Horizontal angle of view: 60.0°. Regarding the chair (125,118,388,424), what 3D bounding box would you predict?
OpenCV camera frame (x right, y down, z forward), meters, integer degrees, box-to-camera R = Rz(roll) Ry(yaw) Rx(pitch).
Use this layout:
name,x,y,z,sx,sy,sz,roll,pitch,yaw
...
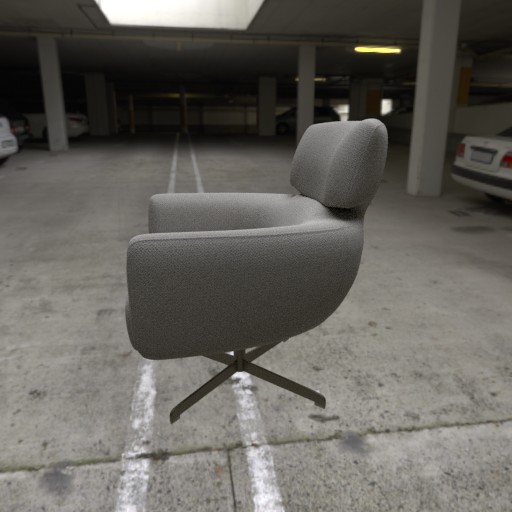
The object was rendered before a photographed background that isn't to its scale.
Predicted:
name,x,y,z,sx,sy,sz,roll,pitch,yaw
chair,0.000,0.000,1.377,0.730,0.810,0.760,-2,15,-9
